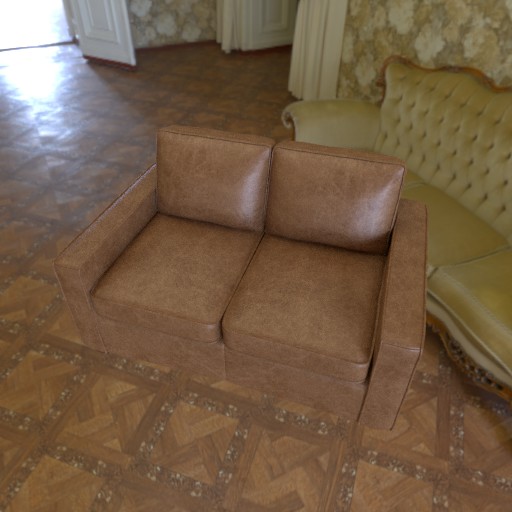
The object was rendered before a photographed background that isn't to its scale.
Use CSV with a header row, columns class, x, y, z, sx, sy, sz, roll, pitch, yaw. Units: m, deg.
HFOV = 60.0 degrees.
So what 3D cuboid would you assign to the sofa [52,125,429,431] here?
class,x,y,z,sx,sy,sz,roll,pitch,yaw
sofa,0.000,0.000,2.131,1.532,0.896,1.020,12,41,14
